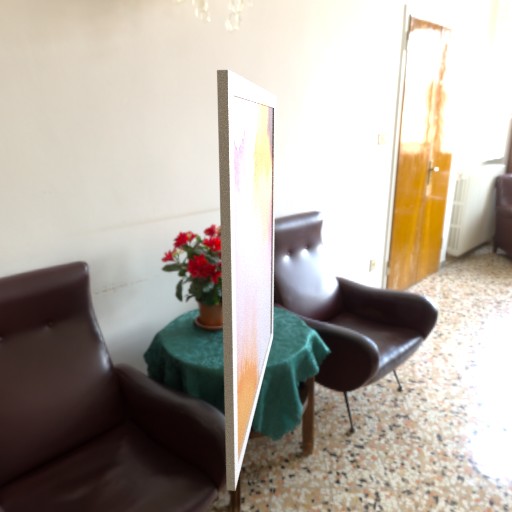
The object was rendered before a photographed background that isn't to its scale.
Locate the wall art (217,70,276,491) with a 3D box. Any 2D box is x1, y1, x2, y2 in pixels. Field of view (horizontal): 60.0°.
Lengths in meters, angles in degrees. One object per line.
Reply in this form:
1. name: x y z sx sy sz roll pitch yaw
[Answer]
1. wall art: 0.000 0.000 0.781 0.012 0.557 0.482 2 17 8
